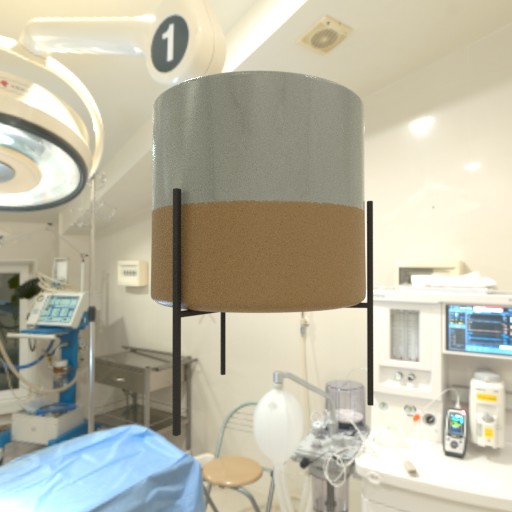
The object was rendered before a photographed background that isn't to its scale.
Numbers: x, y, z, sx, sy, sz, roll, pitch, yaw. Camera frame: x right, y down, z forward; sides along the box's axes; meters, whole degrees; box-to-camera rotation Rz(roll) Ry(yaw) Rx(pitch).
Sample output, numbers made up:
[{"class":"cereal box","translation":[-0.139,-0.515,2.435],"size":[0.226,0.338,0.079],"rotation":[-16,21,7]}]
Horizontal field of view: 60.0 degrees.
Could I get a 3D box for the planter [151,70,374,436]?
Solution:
[{"class":"planter","translation":[0.000,0.000,0.733],"size":[0.348,0.480,0.360],"rotation":[0,-1,37]}]
